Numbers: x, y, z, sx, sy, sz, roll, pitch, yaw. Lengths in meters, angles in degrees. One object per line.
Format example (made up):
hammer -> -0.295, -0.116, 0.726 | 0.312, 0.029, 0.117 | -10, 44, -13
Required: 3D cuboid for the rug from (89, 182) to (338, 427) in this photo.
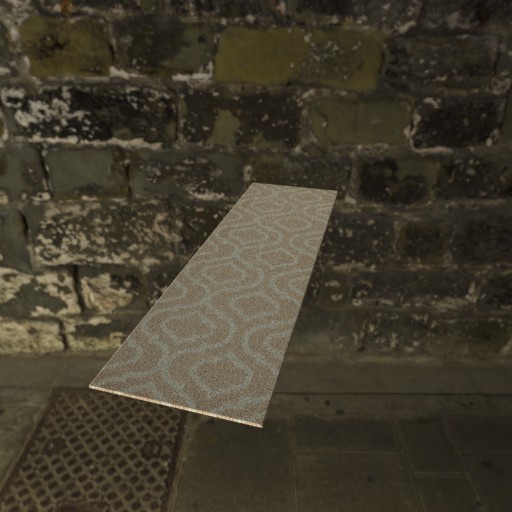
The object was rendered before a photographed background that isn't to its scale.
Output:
rug -> 0.000, 0.000, 2.572 | 0.691, 0.013, 2.289 | 8, 31, 14
